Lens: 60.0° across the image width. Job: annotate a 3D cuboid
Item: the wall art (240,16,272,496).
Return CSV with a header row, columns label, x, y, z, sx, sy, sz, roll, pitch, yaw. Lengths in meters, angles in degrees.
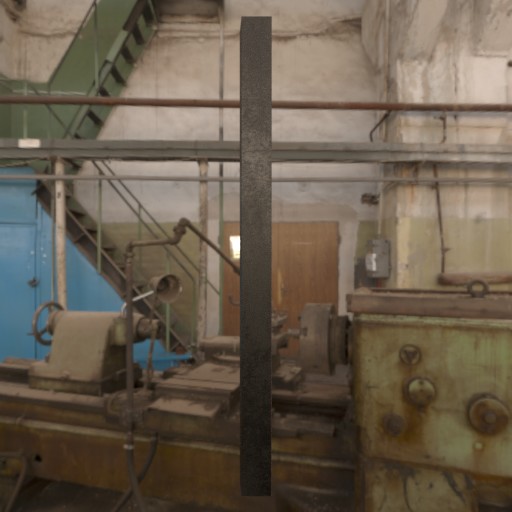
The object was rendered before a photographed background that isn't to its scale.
label,x,y,z,sx,sy,sz,roll,pitch,yaw
wall art,0.000,0.000,0.579,0.031,0.457,0.313,0,0,0
